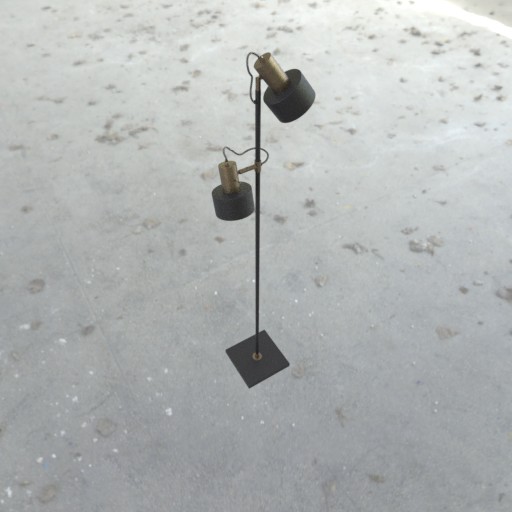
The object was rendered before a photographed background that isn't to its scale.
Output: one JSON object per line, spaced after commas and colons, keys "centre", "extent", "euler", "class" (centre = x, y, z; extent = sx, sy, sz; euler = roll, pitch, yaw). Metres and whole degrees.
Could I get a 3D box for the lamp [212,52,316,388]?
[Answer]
{"centre": [0.000, 0.000, 1.660], "extent": [0.315, 1.505, 0.233], "euler": [-24, 51, -21], "class": "lamp"}
